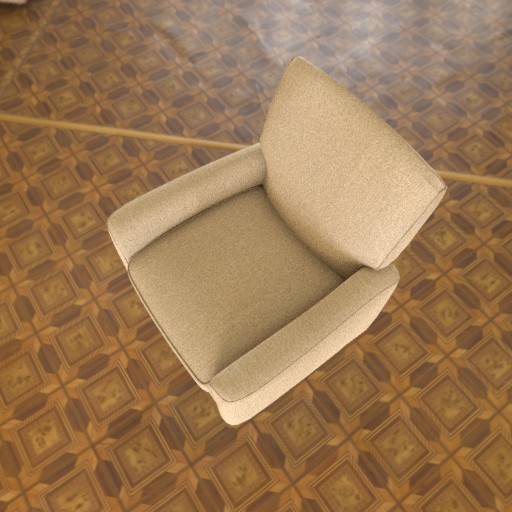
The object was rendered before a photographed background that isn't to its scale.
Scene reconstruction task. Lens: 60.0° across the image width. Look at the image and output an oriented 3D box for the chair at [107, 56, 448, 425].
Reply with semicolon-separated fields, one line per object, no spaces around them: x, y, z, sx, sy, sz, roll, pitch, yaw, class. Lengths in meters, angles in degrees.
0.000;0.000;1.641;0.864;1.014;0.848;-32;66;-16;chair
